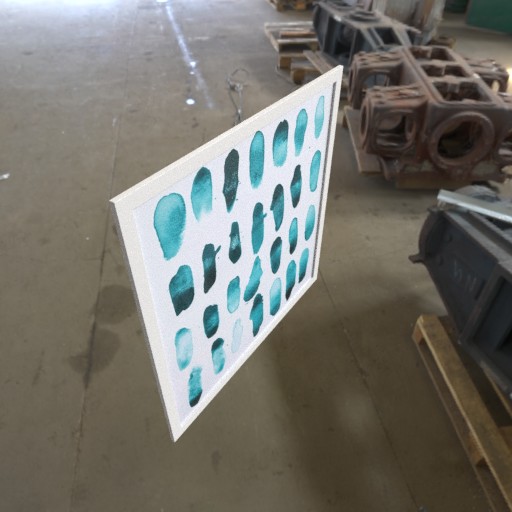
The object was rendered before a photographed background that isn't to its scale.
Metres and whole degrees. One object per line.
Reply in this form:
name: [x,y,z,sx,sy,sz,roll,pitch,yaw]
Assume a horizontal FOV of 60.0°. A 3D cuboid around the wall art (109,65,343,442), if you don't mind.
wall art: [0.000,0.000,0.850,0.009,0.559,0.558,25,47,26]
